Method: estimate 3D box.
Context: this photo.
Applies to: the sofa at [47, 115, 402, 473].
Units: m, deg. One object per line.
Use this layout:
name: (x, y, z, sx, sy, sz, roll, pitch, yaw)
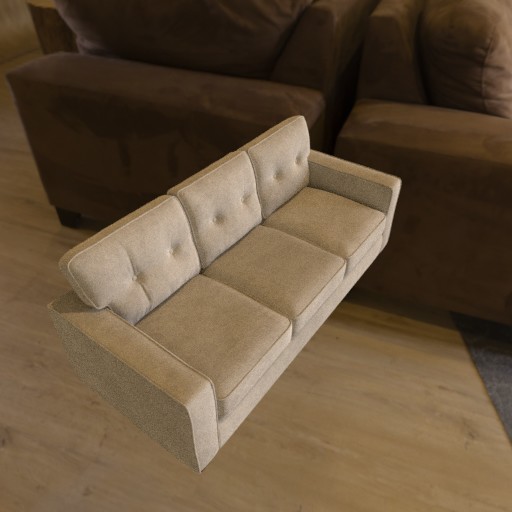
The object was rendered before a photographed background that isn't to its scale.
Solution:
sofa: (0.000, 0.000, 2.640, 0.939, 0.965, 2.133, 25, 46, 27)
